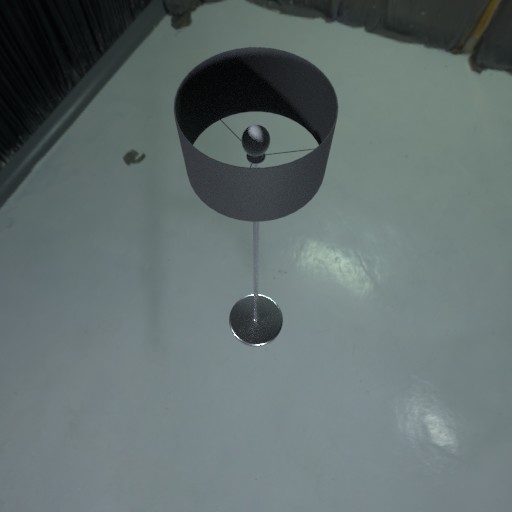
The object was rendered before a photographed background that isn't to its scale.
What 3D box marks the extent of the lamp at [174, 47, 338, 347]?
[{"bbox_3d":[0.000,0.000,1.583,0.348,1.443,0.348,20,65,10],"label":"lamp"}]
